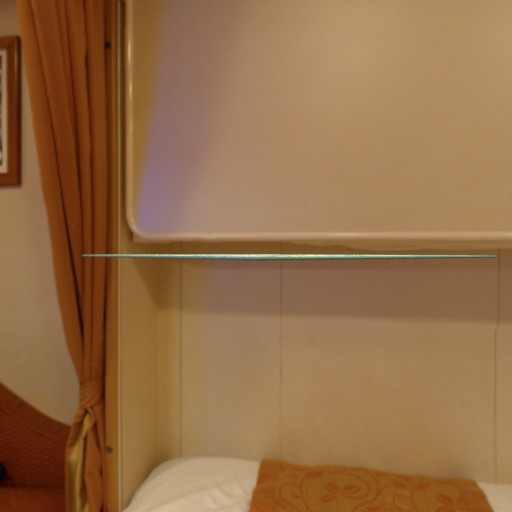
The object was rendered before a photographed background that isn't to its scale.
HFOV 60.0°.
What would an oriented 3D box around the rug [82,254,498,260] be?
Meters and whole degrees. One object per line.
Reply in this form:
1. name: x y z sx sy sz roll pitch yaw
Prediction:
1. rug: 0.000 0.000 2.772 1.554 0.012 2.205 0 0 -35
